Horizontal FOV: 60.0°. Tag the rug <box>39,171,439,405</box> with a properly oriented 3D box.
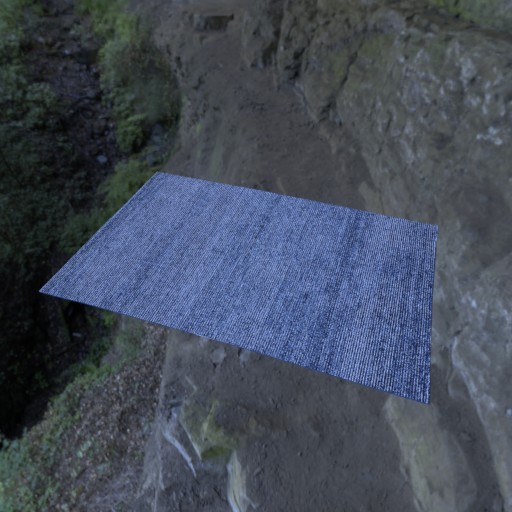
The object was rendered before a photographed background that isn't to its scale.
[{"bbox_3d":[0.000,0.000,2.298,1.793,0.025,1.159,13,43,14],"label":"rug"}]
